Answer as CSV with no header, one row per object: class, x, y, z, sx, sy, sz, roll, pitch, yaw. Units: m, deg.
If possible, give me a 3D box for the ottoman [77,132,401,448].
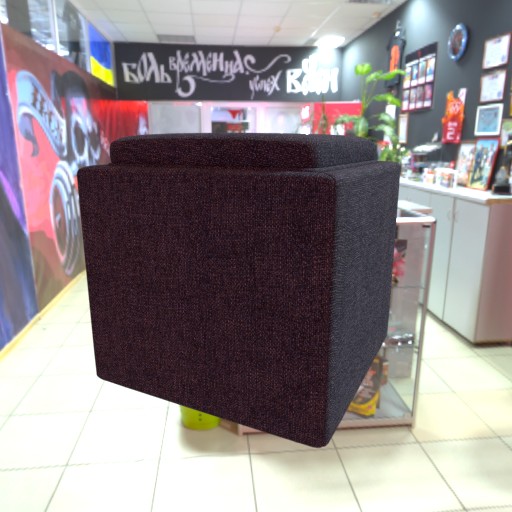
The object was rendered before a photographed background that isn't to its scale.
ottoman,0.000,0.000,0.862,0.450,0.460,0.450,7,16,26
